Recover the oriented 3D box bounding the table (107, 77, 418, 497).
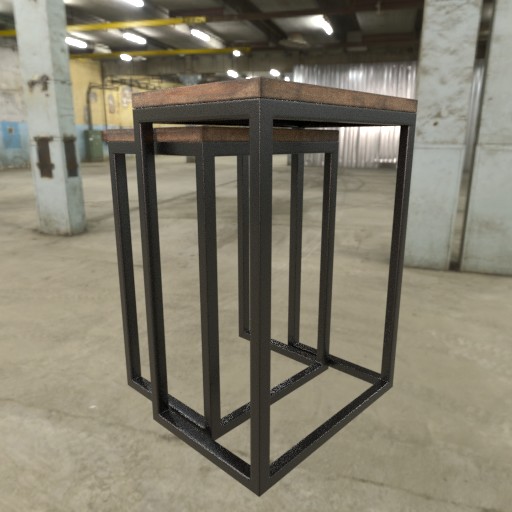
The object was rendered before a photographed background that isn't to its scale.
[{"bbox_3d":[0.000,0.000,0.919,0.456,0.615,0.460,-14,20,-42],"label":"table"}]
